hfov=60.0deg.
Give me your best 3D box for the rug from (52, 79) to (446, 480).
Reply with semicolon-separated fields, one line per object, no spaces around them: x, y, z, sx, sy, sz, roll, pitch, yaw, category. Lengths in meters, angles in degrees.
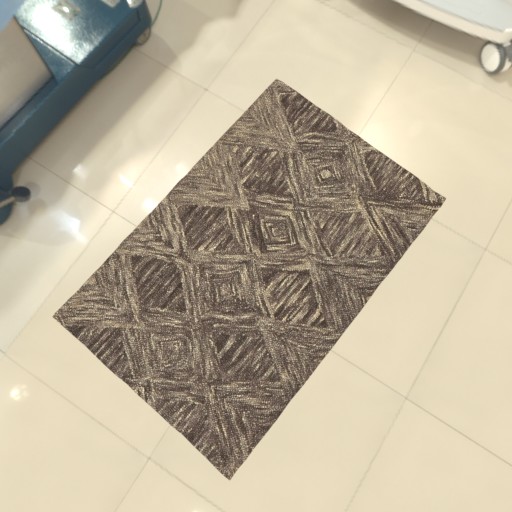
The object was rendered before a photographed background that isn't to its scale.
0.000;0.000;2.321;1.186;0.012;1.814;39;79;9;rug
